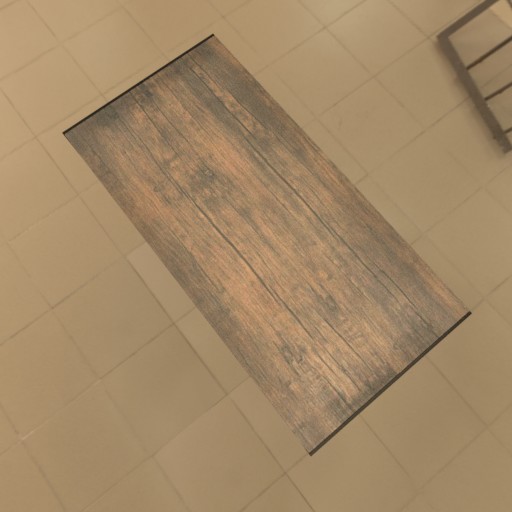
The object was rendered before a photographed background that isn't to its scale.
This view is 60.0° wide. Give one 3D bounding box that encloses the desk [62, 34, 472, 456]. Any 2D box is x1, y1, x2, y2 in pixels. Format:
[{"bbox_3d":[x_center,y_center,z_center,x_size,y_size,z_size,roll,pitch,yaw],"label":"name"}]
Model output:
[{"bbox_3d":[0.000,0.000,1.474,0.505,0.747,1.015,-38,78,-9],"label":"desk"}]
